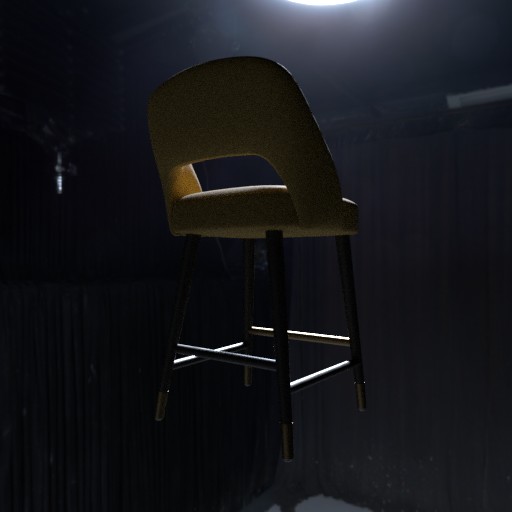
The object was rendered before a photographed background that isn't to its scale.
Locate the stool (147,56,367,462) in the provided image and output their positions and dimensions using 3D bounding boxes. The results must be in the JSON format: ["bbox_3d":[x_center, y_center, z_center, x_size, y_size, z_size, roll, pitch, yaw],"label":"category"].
[{"bbox_3d":[0.000,0.000,1.282,0.536,0.939,0.522,0,0,36],"label":"stool"}]
